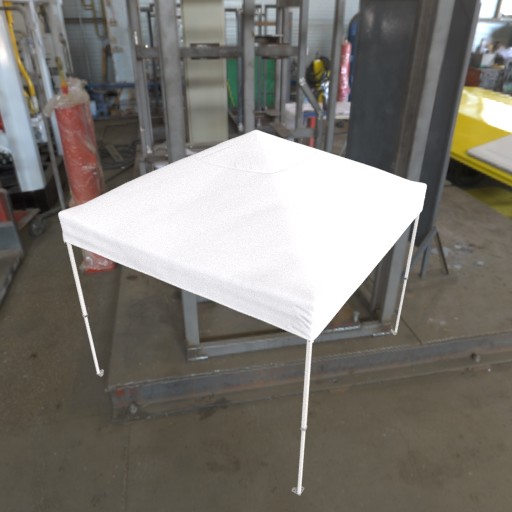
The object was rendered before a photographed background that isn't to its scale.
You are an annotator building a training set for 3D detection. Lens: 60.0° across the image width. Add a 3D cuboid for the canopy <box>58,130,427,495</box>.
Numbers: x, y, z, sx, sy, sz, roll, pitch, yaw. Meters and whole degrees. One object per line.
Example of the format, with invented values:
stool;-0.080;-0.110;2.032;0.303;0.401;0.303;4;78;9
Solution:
canopy;0.000;0.000;5.326;2.996;2.997;2.998;18;34;29
